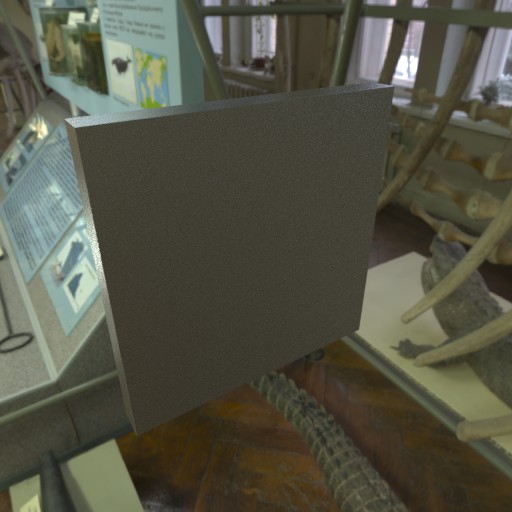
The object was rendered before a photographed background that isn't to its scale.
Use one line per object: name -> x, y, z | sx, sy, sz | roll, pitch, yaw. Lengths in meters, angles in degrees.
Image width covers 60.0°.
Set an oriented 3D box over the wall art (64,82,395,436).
wall art -> 0.000, 0.000, 0.518 | 0.350, 0.350, 0.038 | -18, 34, -28
